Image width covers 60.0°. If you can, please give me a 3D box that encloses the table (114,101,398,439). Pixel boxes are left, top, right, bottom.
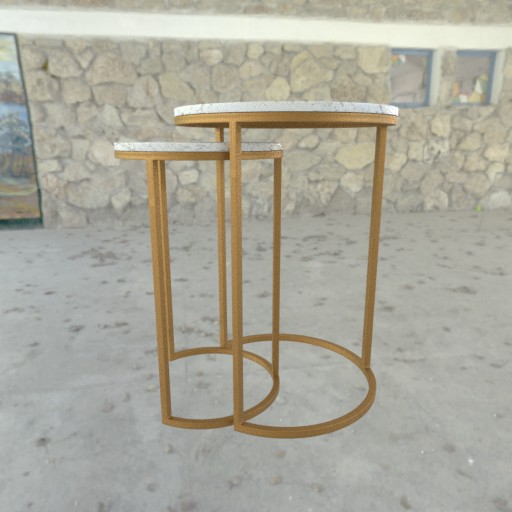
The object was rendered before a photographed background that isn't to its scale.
[{"bbox_3d":[0.000,0.000,0.877,0.507,0.550,0.400,-2,15,-8],"label":"table"}]
